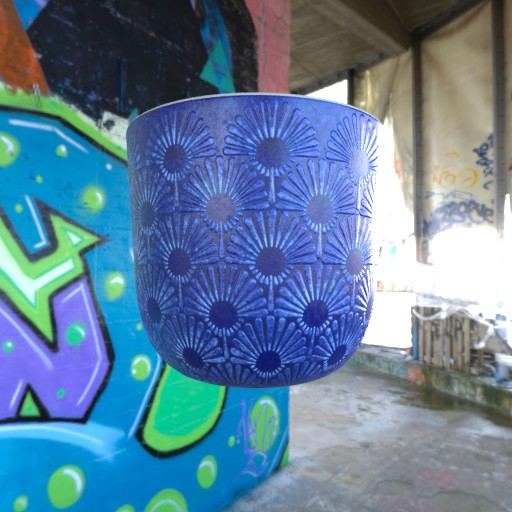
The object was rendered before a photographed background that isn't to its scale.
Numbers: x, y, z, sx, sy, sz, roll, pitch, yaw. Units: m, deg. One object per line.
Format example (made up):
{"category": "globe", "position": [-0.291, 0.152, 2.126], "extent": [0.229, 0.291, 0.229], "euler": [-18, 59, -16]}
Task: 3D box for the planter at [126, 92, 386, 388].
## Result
{"category": "planter", "position": [0.000, 0.000, 0.364], "extent": [0.206, 0.190, 0.206], "euler": [0, -2, 0]}
